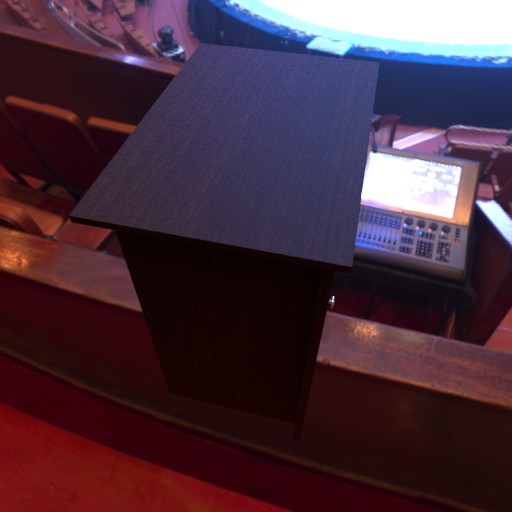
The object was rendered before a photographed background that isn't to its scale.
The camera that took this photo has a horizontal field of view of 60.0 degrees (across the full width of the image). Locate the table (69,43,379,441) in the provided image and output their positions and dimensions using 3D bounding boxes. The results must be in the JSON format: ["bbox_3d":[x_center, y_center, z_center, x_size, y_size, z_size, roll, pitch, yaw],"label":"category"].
[{"bbox_3d":[0.000,0.000,1.057,0.406,0.711,0.591,10,49,9],"label":"table"}]
